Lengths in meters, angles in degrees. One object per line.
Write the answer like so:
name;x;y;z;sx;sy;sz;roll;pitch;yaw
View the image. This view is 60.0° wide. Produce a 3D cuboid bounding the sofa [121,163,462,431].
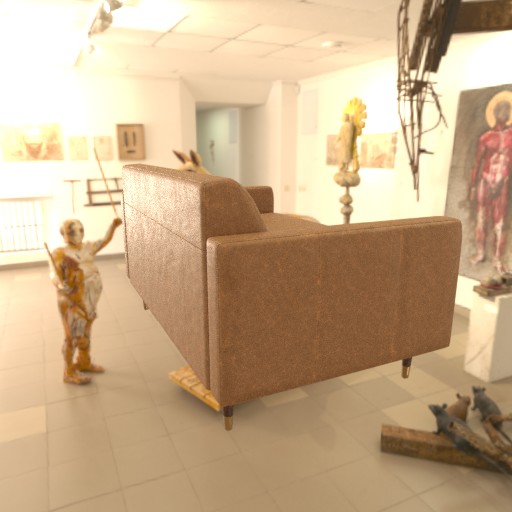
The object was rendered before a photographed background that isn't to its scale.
sofa;0.000;0.000;2.076;0.960;0.820;1.549;-7;15;-25
